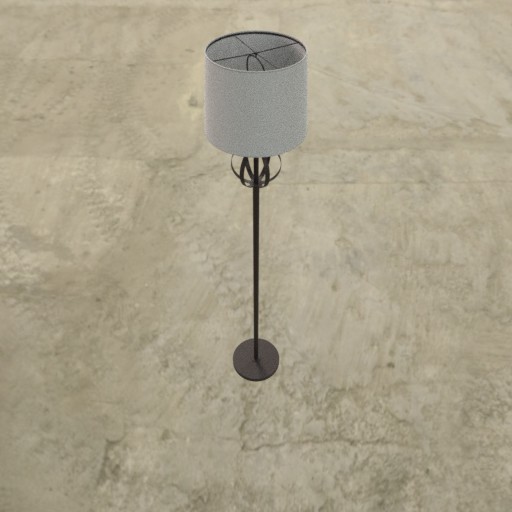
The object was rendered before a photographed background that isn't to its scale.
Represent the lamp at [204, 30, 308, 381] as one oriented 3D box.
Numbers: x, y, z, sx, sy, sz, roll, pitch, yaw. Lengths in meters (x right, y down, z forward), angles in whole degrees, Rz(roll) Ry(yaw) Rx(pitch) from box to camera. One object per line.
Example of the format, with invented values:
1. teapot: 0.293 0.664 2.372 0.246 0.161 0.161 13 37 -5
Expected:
1. lamp: 0.000 0.000 1.612 0.286 1.462 0.286 24 51 21
